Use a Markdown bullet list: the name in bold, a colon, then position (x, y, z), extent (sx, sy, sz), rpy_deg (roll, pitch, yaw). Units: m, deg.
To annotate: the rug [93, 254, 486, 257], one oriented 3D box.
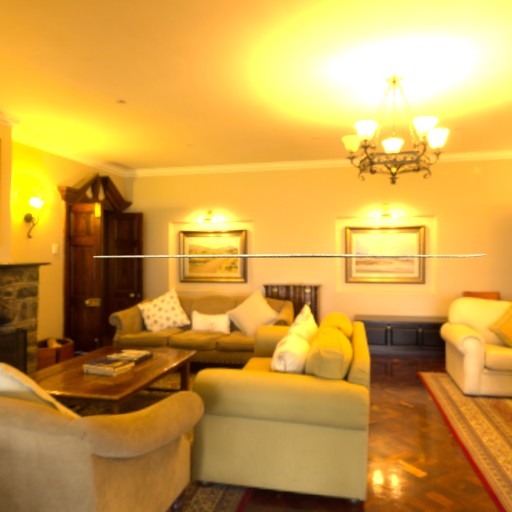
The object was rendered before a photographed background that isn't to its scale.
- **rug**: position (0.000, 0.000, 3.110), extent (1.527, 0.021, 2.447), rpy_deg (0, 0, -36)
